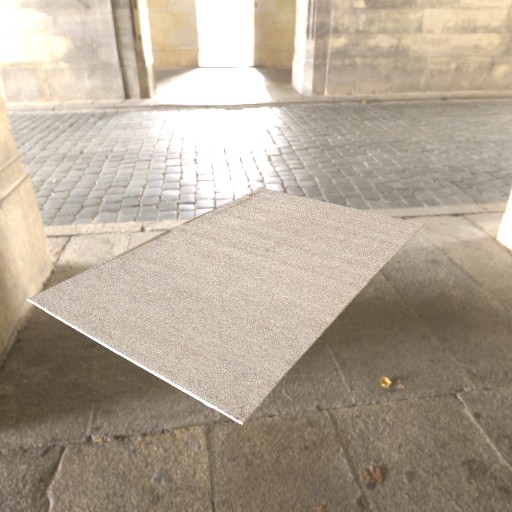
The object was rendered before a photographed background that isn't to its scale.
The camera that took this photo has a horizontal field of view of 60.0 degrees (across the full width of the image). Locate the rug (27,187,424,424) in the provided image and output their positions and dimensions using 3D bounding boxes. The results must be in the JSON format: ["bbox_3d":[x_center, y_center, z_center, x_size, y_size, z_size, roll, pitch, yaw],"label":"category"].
[{"bbox_3d":[0.000,0.000,2.291,1.179,0.022,1.820,18,33,31],"label":"rug"}]
